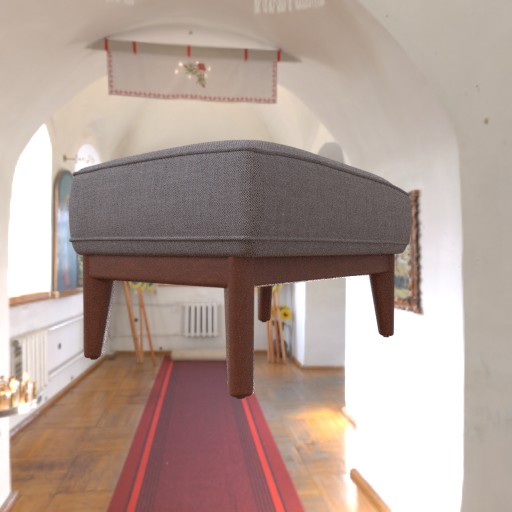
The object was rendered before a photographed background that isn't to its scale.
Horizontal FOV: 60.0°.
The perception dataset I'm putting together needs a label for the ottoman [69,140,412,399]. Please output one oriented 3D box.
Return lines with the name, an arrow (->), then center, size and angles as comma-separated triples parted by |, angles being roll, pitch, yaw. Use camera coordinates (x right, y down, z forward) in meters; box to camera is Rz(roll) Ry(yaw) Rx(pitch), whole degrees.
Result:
ottoman -> 0.000, 0.000, 1.115 | 0.555, 0.458, 0.750 | 1, 1, 38
